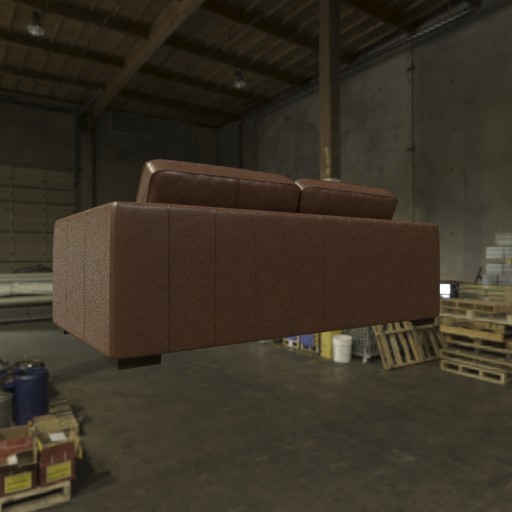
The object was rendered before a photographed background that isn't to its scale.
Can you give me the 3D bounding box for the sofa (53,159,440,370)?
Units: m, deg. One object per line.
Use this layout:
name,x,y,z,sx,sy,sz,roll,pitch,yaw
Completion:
sofa,0.000,0.000,2.465,1.920,0.800,1.070,0,0,-35
